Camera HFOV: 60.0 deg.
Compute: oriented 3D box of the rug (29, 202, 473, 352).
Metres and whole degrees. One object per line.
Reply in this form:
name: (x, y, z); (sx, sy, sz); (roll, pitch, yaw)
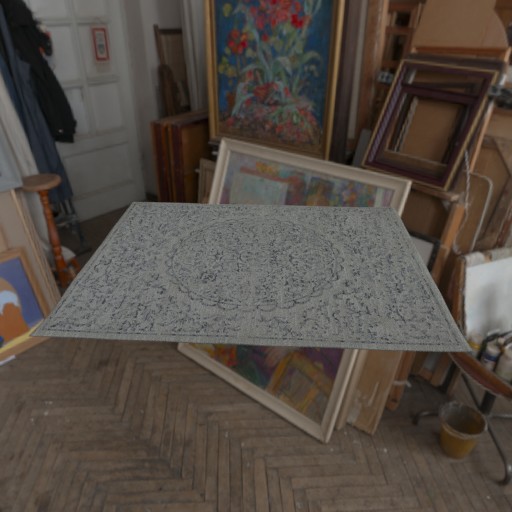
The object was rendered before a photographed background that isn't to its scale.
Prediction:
rug: (0.000, 0.000, 3.920); (2.925, 0.026, 2.343); (2, 30, 3)
